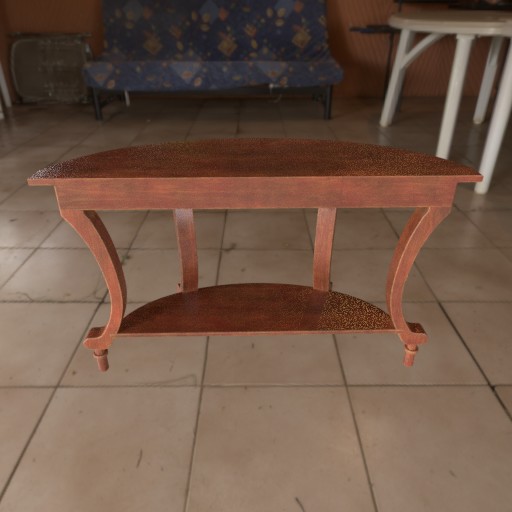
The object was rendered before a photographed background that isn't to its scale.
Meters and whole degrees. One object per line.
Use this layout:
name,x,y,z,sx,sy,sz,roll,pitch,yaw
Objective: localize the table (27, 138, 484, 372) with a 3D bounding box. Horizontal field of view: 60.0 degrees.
table,0.000,0.000,1.505,1.198,0.699,0.394,-1,30,-1
